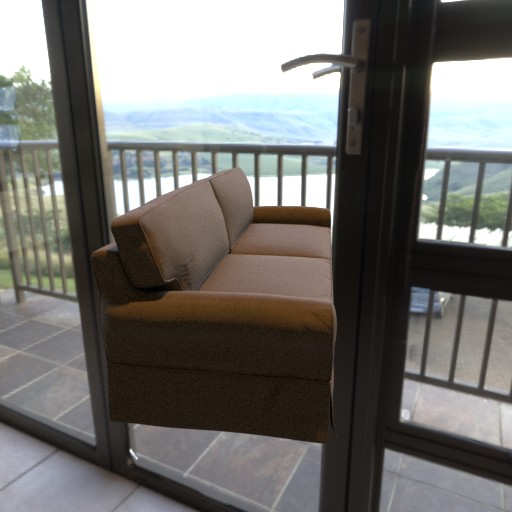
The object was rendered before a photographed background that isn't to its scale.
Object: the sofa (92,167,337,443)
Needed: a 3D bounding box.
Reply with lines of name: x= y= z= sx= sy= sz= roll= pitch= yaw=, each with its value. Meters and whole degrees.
sofa: x=0.000 y=0.000 z=2.744 sx=0.991 sy=0.943 sz=2.248 roll=2 pitch=16 yaw=8
